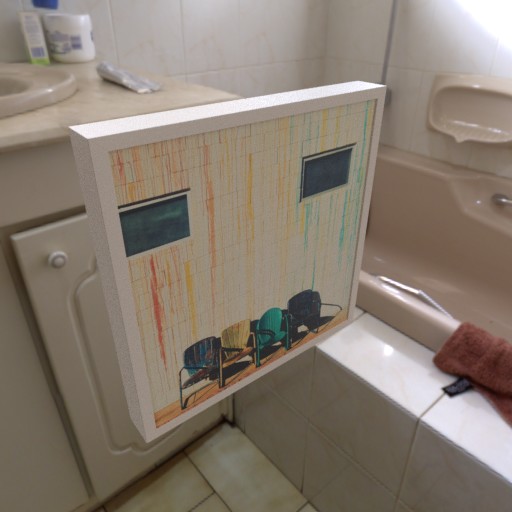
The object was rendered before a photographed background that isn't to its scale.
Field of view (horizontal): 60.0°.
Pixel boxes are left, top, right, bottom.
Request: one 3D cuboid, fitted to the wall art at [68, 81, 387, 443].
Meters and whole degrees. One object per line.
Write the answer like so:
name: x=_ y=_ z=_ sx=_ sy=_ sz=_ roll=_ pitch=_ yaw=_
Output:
wall art: x=0.000 y=0.000 z=0.456 sx=0.305 sy=0.305 sz=0.038 roll=-22 pitch=37 yaw=-32
